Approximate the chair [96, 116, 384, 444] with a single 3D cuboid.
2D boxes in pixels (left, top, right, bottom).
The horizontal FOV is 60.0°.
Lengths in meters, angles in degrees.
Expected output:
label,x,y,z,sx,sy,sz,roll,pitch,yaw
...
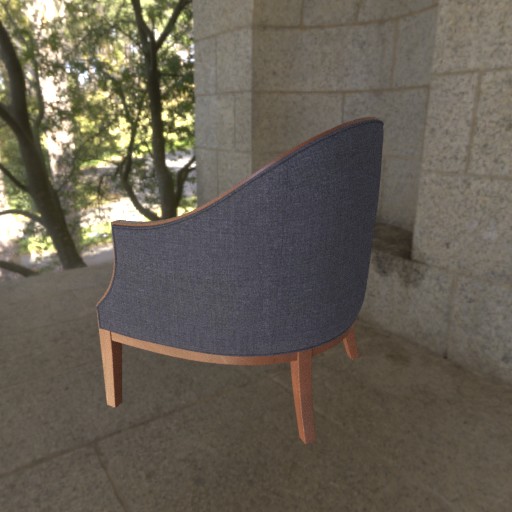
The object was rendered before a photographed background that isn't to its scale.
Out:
label,x,y,z,sx,sy,sz,roll,pitch,yaw
chair,0.000,0.000,1.469,0.735,0.876,0.803,8,18,25
